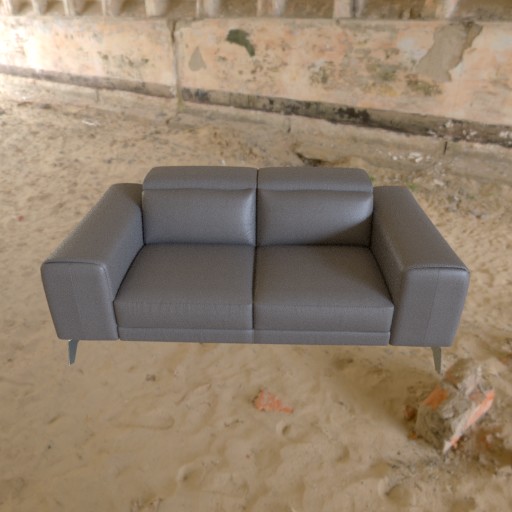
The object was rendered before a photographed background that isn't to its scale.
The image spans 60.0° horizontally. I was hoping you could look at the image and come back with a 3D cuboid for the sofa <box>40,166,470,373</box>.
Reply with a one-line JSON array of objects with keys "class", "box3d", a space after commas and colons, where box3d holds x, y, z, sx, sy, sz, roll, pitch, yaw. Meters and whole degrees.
[{"class": "sofa", "box3d": [0.000, 0.000, 2.472, 1.930, 0.753, 1.024, 1, 30, 1]}]
